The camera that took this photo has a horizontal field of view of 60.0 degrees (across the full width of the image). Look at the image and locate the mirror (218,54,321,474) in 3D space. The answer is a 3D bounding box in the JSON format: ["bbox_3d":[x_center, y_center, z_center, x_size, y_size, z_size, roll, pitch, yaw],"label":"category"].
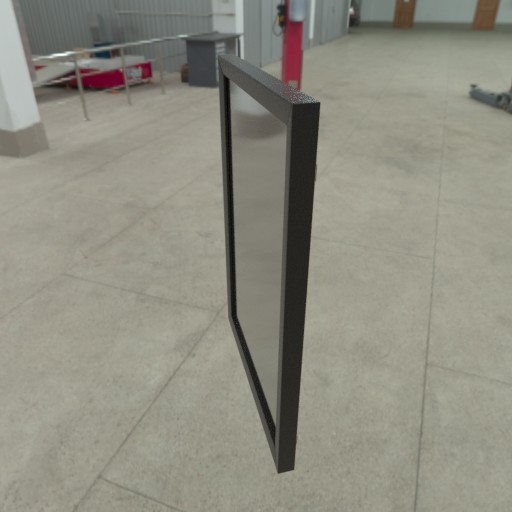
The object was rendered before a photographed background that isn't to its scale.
[{"bbox_3d":[0.000,0.000,0.916,0.040,0.710,0.507,-7,31,-12],"label":"mirror"}]
